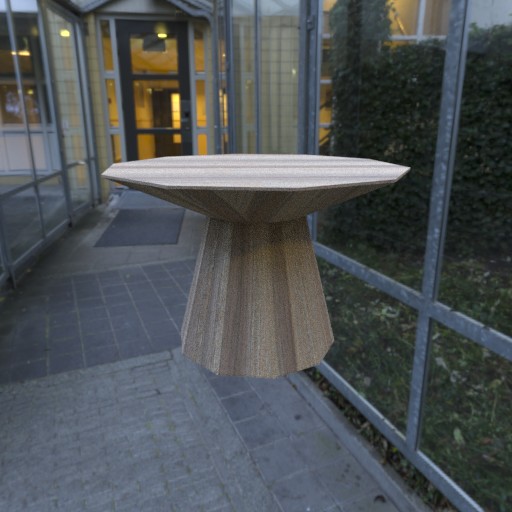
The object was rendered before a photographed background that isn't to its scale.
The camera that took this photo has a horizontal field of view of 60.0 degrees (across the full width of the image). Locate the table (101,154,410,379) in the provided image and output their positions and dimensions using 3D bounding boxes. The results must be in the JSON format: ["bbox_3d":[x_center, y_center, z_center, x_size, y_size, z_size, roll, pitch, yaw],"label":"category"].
[{"bbox_3d":[0.000,0.000,1.872,1.186,0.752,1.186,0,17,0],"label":"table"}]
